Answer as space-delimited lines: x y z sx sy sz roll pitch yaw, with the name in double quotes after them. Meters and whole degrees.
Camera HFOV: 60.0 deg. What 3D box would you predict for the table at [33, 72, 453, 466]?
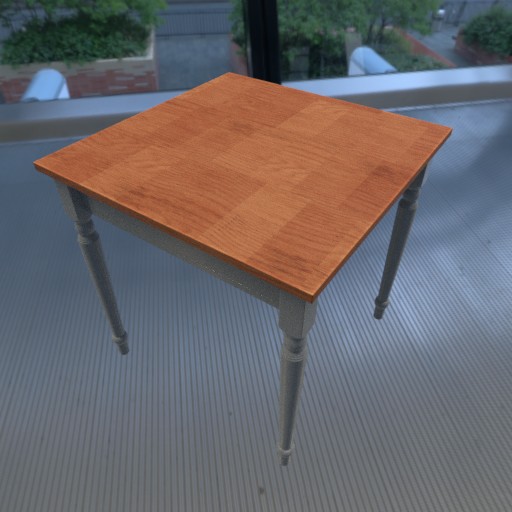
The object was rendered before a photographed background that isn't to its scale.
0.000 0.000 1.343 0.747 0.738 0.747 25 47 26 "table"
